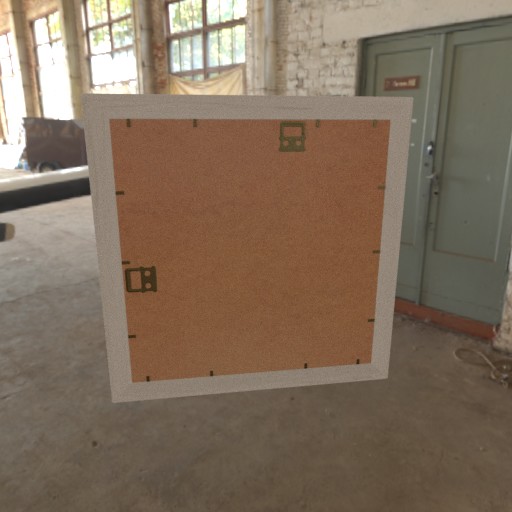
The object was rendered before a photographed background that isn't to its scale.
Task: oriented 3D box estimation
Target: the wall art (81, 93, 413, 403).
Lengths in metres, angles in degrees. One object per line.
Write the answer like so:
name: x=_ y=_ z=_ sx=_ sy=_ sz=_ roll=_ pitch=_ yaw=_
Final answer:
wall art: x=0.000 y=0.000 z=0.856 sx=0.584 sy=0.584 sz=0.013 roll=-2 pitch=16 yaw=-9
